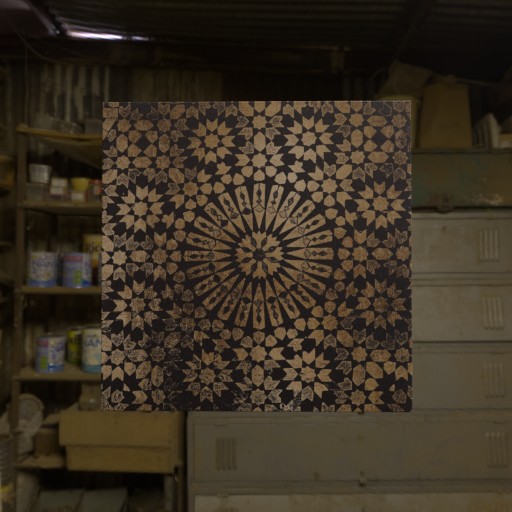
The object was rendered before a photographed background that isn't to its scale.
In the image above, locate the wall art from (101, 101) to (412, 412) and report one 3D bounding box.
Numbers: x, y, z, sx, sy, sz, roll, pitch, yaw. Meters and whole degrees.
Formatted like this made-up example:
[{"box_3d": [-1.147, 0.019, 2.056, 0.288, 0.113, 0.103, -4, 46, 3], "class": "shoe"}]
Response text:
[{"box_3d": [0.000, 0.000, 0.597, 0.405, 0.405, 0.038, 0, -1, 1], "class": "wall art"}]
